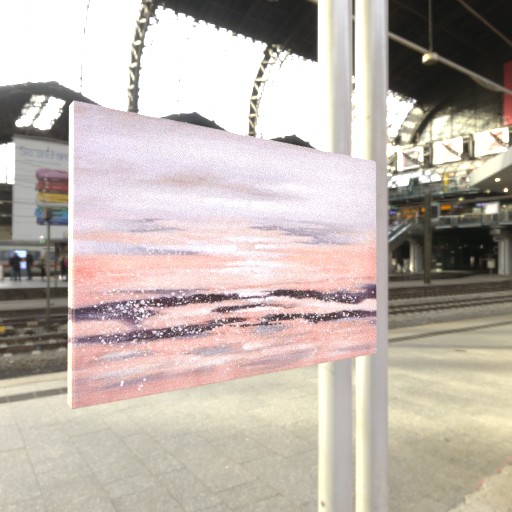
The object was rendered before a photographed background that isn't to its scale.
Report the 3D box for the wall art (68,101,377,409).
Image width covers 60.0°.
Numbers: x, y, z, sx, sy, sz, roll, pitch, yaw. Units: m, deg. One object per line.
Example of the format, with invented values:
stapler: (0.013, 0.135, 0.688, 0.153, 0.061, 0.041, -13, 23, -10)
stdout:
wall art: (0.000, 0.000, 1.152, 0.913, 0.609, 0.038, 1, -1, -36)
